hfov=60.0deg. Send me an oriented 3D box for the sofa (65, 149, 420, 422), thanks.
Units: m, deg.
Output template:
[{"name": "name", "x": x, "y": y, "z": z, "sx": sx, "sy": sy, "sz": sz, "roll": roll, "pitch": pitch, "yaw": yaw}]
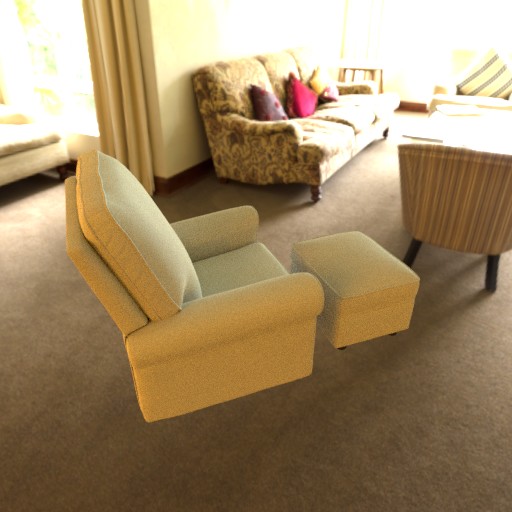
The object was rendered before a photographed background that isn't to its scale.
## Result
[{"name": "sofa", "x": 0.000, "y": 0.000, "z": 2.009, "sx": 1.478, "sy": 0.959, "sz": 0.880, "roll": -11, "pitch": 32, "yaw": -18}]
